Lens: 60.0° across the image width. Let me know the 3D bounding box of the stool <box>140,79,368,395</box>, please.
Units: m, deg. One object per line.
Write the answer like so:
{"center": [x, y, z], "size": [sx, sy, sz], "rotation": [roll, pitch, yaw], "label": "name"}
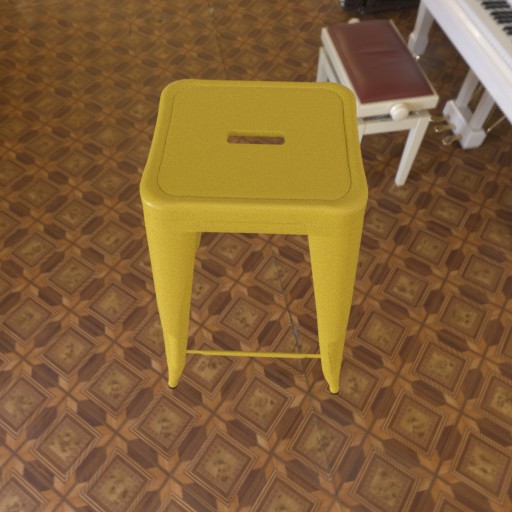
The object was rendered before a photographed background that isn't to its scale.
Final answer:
{"center": [0.000, 0.000, 0.864], "size": [0.399, 0.609, 0.359], "rotation": [1, 57, 1], "label": "stool"}
